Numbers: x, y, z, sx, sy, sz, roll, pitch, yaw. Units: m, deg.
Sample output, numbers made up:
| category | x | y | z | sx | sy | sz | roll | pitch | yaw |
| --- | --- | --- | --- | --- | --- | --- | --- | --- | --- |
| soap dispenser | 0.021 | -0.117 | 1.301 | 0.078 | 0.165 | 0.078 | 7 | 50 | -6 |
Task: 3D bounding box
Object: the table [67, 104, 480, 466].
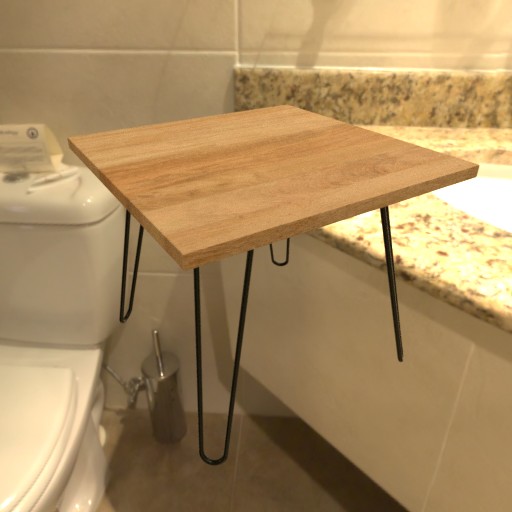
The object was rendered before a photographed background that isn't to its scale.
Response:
| category | x | y | z | sx | sy | sz | roll | pitch | yaw |
| --- | --- | --- | --- | --- | --- | --- | --- | --- | --- |
| table | 0.000 | 0.000 | 1.022 | 0.599 | 0.500 | 0.599 | -18 | 35 | -28 |
